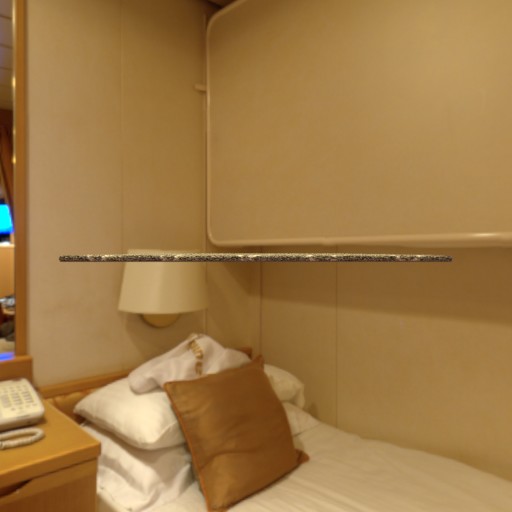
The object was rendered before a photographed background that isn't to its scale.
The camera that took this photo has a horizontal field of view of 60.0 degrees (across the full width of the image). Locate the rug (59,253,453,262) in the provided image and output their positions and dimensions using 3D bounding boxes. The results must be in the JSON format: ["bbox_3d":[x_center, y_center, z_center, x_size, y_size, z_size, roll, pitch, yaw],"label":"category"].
[{"bbox_3d":[0.000,0.000,3.351,1.778,0.030,2.743,0,0,0],"label":"rug"}]
